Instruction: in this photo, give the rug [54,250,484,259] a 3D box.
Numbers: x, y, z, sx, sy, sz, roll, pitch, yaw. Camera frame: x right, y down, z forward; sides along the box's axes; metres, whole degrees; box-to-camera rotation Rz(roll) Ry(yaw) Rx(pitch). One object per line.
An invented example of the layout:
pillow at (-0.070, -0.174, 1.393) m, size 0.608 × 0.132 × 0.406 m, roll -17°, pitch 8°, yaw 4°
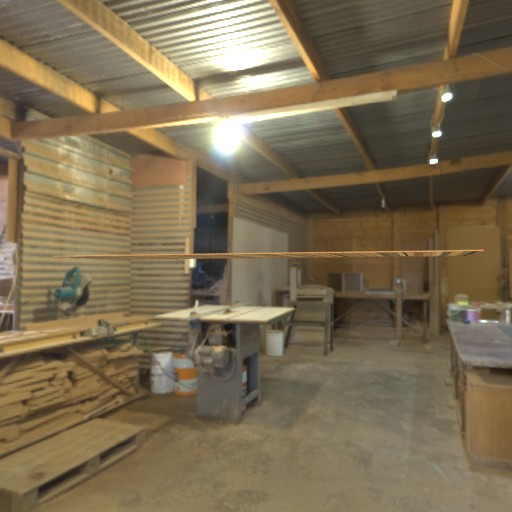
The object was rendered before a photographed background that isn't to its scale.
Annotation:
rug at (0.000, 0.000, 2.742) m, size 2.444 × 0.010 × 0.799 m, roll -1°, pitch -2°, yaw 20°
